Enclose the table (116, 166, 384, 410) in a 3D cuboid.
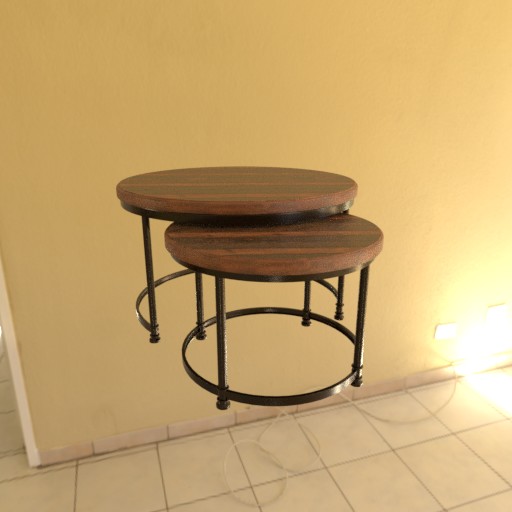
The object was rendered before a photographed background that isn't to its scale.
[{"bbox_3d":[0.000,0.000,1.606,0.870,0.516,1.152,-9,20,-27],"label":"table"}]
